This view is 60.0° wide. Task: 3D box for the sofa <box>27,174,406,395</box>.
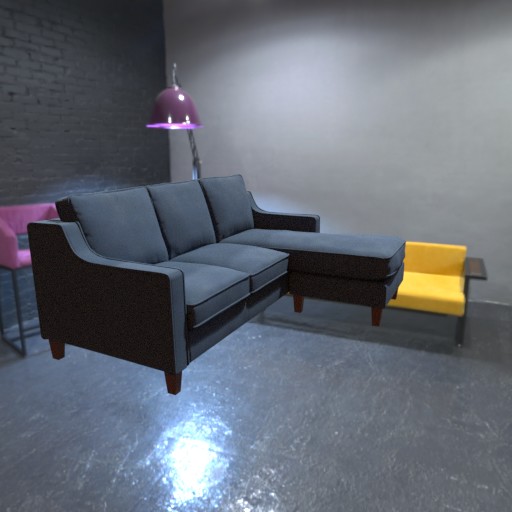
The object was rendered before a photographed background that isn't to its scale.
[{"bbox_3d":[0.000,0.000,3.275,1.858,1.066,2.317,7,15,26],"label":"sofa"}]
